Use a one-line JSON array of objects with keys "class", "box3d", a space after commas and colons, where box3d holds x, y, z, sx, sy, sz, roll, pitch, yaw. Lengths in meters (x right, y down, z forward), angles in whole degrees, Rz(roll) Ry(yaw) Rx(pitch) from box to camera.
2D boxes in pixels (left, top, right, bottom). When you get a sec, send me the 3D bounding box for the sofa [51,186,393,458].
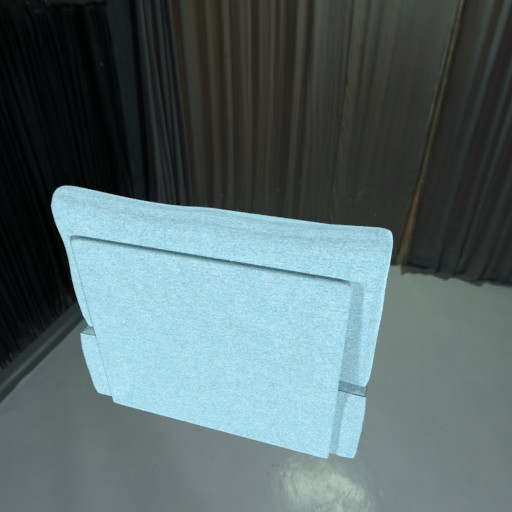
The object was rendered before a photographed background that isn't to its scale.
[{"class": "sofa", "box3d": [0.000, 0.000, 1.674, 0.930, 0.820, 1.000, 9, 34, 14]}]
